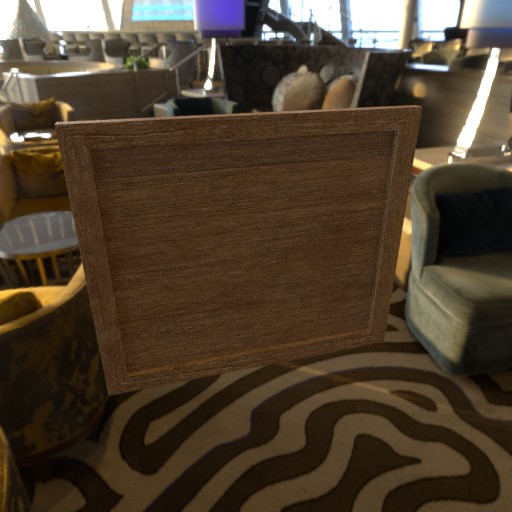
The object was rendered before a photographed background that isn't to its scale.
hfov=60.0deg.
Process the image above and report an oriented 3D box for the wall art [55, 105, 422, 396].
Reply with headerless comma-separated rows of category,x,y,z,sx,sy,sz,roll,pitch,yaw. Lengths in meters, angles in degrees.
wall art,0.000,0.000,0.950,0.690,0.588,0.026,-7,28,-14
